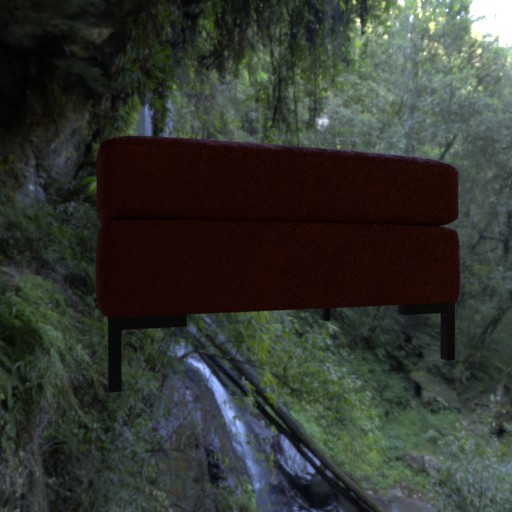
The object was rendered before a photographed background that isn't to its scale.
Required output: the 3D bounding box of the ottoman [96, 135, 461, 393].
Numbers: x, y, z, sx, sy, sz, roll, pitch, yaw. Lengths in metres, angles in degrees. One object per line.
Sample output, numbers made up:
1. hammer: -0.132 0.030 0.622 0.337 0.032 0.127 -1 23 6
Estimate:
1. ottoman: 0.000 0.000 1.161 0.782 0.462 0.650 0 1 -18
